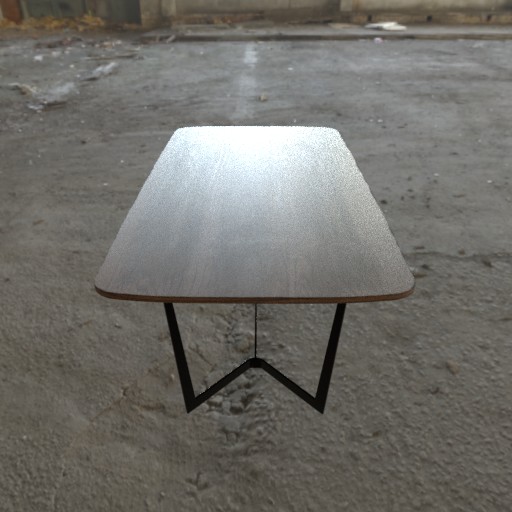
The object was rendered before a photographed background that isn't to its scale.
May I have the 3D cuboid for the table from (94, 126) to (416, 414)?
[{"bbox_3d":[0.000,0.000,2.108,0.949,0.765,1.643,0,32,0],"label":"table"}]
